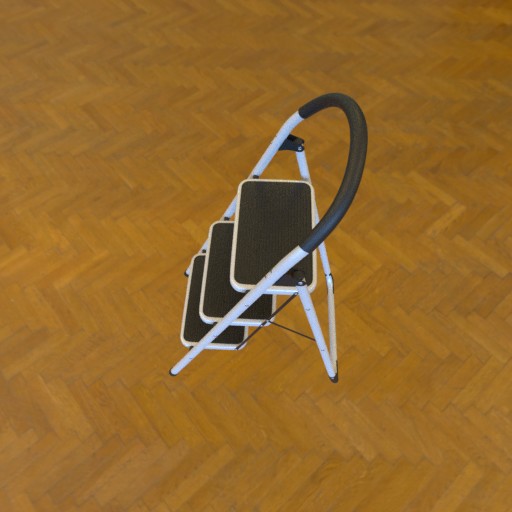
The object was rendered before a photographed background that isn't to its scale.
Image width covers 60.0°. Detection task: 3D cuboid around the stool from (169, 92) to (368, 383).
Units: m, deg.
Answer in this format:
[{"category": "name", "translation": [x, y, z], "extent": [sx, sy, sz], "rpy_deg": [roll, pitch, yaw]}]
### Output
[{"category": "stool", "translation": [0.000, 0.000, 1.425], "extent": [0.676, 1.109, 0.485], "rpy_deg": [2, 58, 1]}]
